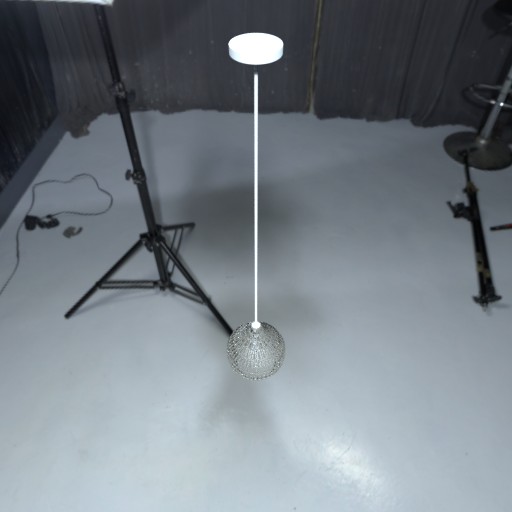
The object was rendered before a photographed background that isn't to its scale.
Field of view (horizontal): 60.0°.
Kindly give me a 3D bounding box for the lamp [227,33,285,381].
[{"bbox_3d":[0.000,0.000,2.066,0.355,1.919,0.355,4,47,3],"label":"lamp"}]
